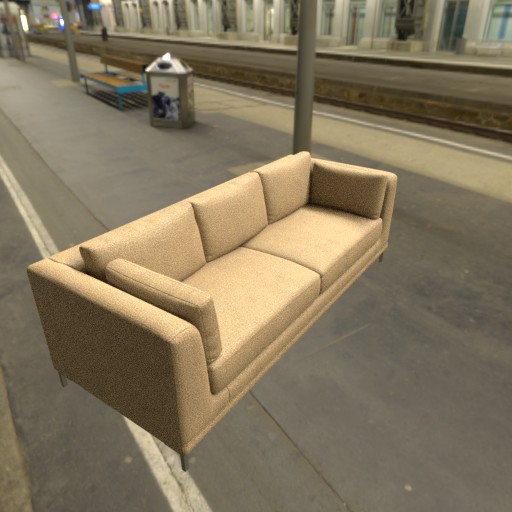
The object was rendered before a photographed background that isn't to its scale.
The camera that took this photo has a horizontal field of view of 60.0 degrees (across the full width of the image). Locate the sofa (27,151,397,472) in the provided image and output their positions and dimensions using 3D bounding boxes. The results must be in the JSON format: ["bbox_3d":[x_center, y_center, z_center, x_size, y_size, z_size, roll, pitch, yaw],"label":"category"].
[{"bbox_3d":[0.000,0.000,2.860,0.969,0.867,2.415,18,33,30],"label":"sofa"}]
